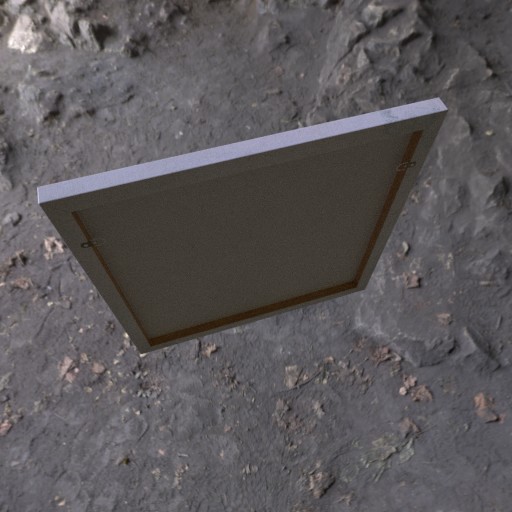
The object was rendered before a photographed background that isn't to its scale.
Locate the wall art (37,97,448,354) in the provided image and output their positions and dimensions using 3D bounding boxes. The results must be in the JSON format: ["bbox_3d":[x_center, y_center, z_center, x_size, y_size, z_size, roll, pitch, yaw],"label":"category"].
[{"bbox_3d":[0.000,0.000,1.122,0.762,0.762,0.041,-15,60,-9],"label":"wall art"}]
